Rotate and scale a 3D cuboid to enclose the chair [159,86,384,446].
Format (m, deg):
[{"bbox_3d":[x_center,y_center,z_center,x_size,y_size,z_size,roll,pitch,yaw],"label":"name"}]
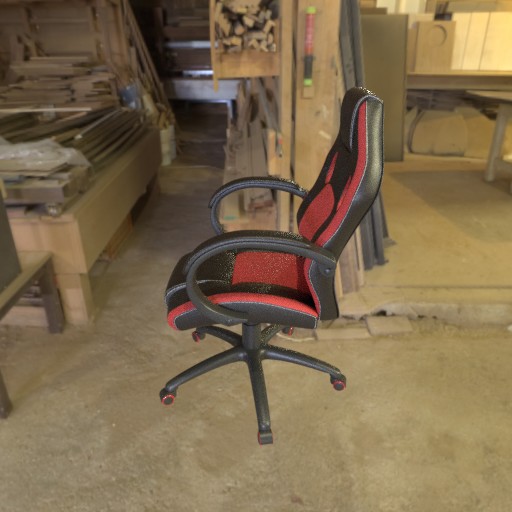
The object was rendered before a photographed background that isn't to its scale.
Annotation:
[{"bbox_3d":[0.000,0.000,1.679,0.783,1.189,0.750,1,25,2],"label":"chair"}]
